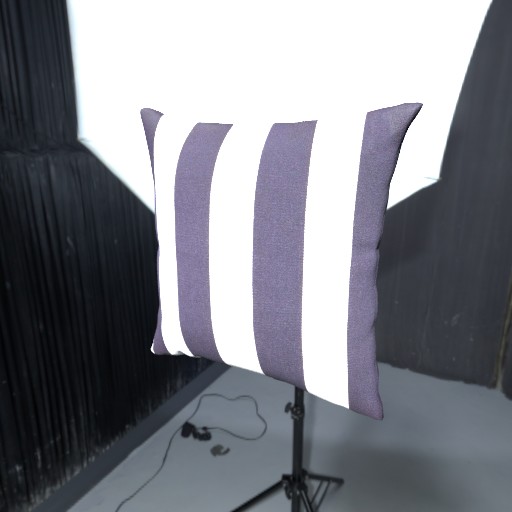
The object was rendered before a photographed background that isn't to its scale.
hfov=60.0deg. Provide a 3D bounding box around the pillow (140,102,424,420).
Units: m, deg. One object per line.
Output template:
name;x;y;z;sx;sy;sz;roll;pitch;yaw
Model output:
pillow;0.000;0.000;0.813;0.536;0.526;0.189;9;18;28
